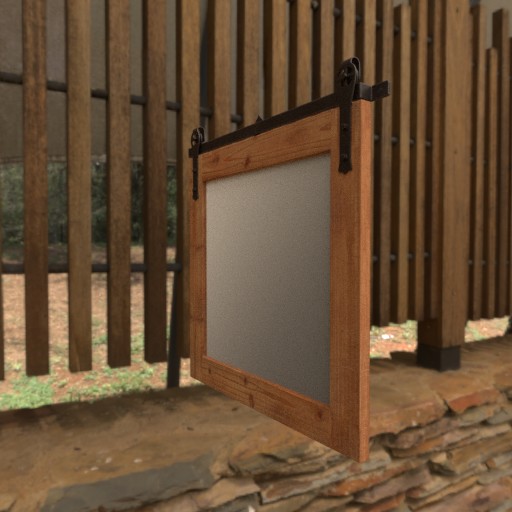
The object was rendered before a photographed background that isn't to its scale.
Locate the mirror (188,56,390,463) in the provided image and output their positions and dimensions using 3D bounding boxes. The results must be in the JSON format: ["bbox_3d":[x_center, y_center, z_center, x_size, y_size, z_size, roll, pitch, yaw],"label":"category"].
[{"bbox_3d":[0.000,0.000,1.167,0.054,0.800,0.805,-1,1,-36],"label":"mirror"}]
